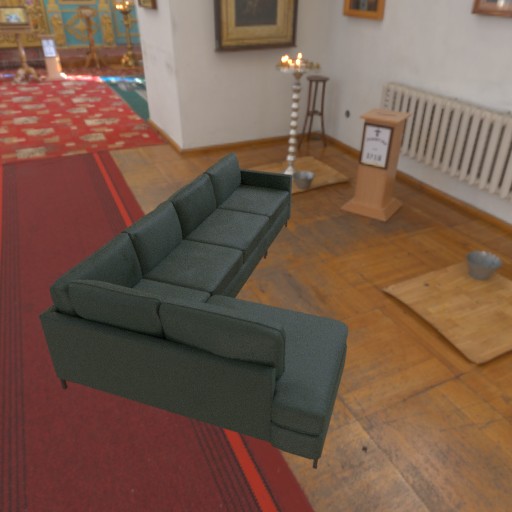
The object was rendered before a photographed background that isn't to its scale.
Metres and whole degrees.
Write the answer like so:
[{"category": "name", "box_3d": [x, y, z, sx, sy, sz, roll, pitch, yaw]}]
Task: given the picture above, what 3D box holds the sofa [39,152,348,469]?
[{"category": "sofa", "box_3d": [0.000, 0.000, 4.243, 2.048, 0.996, 3.384, 10, 32, 17]}]
